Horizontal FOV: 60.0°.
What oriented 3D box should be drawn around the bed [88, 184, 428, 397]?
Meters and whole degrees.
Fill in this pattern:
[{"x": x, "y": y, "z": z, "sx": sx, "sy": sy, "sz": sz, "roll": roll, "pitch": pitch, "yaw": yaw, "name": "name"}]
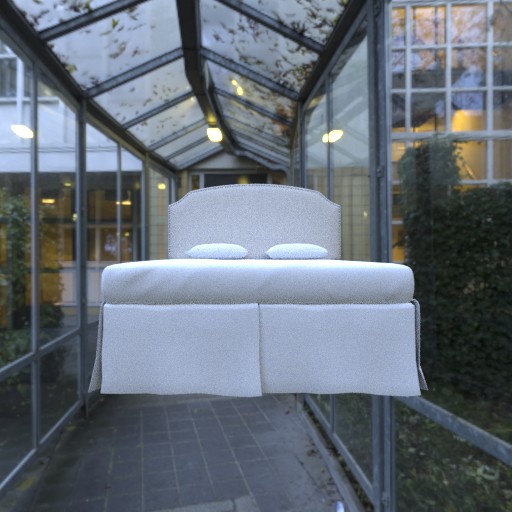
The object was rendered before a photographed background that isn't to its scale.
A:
[{"x": 0.000, "y": 0.000, "z": 2.971, "sx": 1.558, "sy": 1.270, "sz": 1.999, "roll": 0, "pitch": 0, "yaw": -1, "name": "bed"}]
